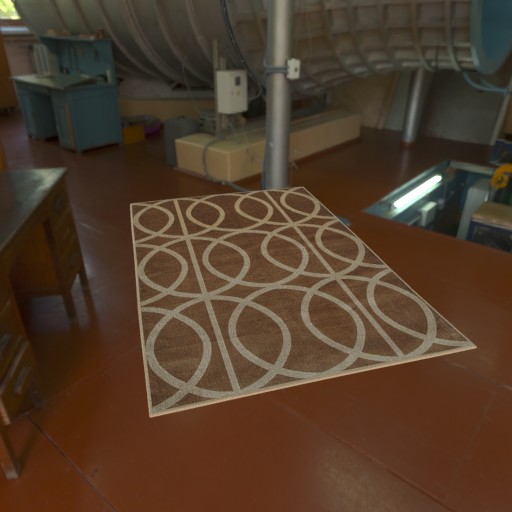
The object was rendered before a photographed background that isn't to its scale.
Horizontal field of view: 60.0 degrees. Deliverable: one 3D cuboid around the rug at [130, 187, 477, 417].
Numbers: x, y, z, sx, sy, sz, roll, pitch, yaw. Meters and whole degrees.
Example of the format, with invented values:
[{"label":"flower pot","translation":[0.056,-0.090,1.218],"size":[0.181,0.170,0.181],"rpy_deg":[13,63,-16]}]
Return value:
[{"label":"rug","translation":[0.000,0.000,2.872],"size":[1.526,0.014,2.290],"rpy_deg":[-8,30,-14]}]
